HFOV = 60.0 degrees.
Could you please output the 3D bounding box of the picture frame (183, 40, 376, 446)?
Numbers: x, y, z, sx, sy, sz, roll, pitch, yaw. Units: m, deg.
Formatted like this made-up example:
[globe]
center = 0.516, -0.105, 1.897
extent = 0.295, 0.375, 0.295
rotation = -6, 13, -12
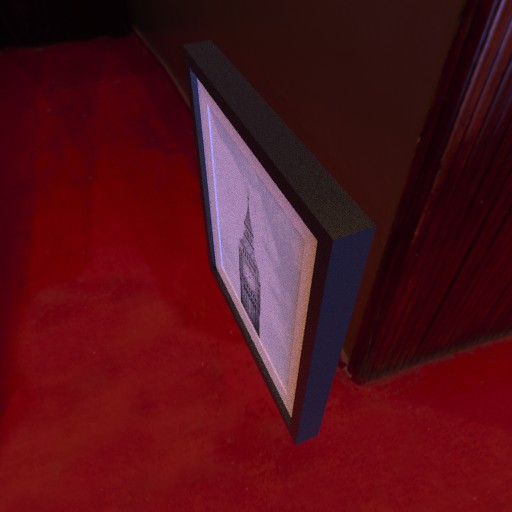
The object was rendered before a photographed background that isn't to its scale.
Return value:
[picture frame]
center = 0.000, 0.000, 0.534
extent = 0.034, 0.378, 0.328
rotation = -18, 50, -16
